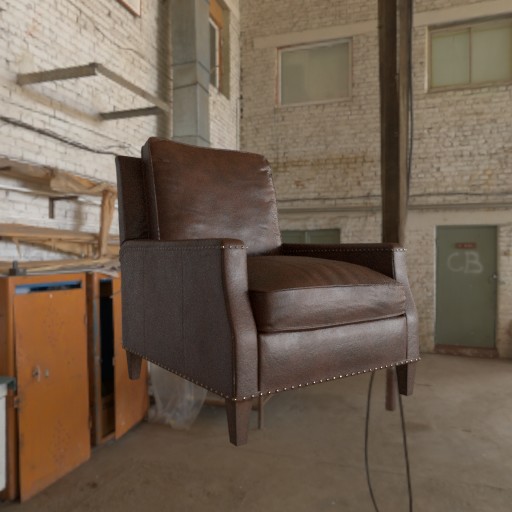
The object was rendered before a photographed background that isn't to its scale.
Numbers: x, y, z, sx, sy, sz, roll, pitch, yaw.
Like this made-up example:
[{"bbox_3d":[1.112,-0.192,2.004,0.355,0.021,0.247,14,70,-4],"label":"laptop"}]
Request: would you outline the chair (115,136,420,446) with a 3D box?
[{"bbox_3d":[0.000,0.000,1.833,0.854,1.054,1.035,0,0,-36],"label":"chair"}]
